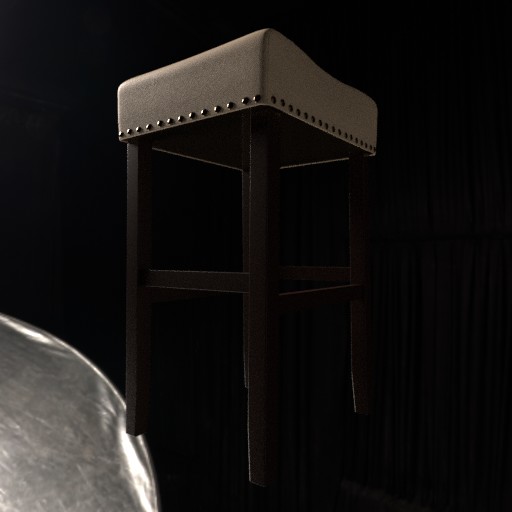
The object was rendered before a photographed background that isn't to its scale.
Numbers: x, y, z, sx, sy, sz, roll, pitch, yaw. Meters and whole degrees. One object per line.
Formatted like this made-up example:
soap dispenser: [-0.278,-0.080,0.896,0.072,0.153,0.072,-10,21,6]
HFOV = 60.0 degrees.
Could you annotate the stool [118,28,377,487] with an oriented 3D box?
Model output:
stool: [0.000,0.000,1.014,0.401,0.762,0.471,0,0,37]
